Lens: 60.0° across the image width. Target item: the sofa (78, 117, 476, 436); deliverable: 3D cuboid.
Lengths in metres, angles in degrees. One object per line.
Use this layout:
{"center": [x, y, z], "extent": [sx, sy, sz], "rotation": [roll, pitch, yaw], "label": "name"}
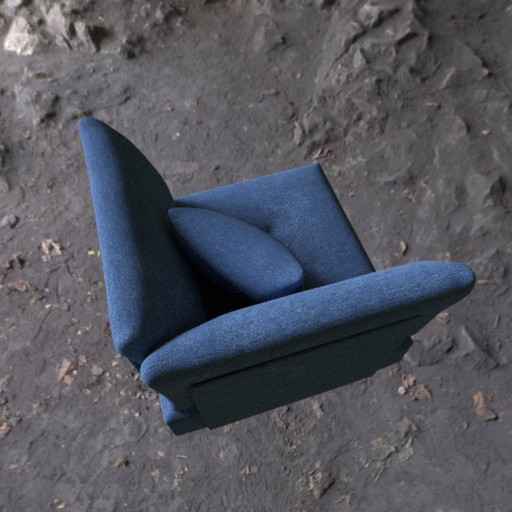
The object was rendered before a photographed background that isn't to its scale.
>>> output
{"center": [0.000, 0.000, 1.702], "extent": [1.000, 0.820, 1.000], "rotation": [-15, 60, -9], "label": "sofa"}
